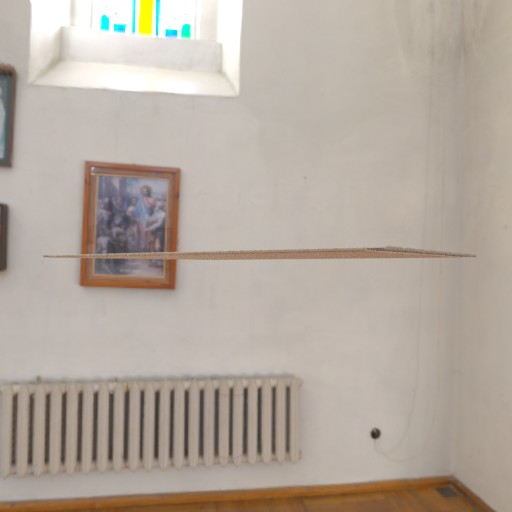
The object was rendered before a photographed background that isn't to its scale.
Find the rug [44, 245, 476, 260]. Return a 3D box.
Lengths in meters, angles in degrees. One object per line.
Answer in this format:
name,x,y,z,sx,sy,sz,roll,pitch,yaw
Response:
rug,0.000,0.000,2.195,1.771,0.015,1.223,-1,-2,36
